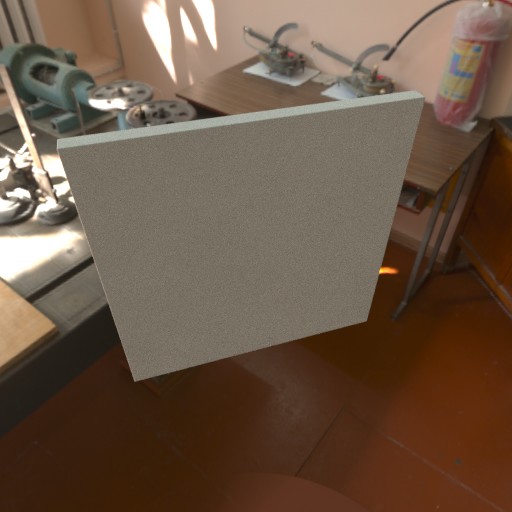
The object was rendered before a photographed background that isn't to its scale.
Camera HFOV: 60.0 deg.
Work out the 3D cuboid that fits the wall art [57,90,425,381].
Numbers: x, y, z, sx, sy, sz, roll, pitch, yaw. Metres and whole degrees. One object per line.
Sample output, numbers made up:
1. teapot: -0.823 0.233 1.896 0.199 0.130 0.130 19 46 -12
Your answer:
1. wall art: 0.000 0.000 1.150 0.762 0.762 0.040 -12 44 -13
